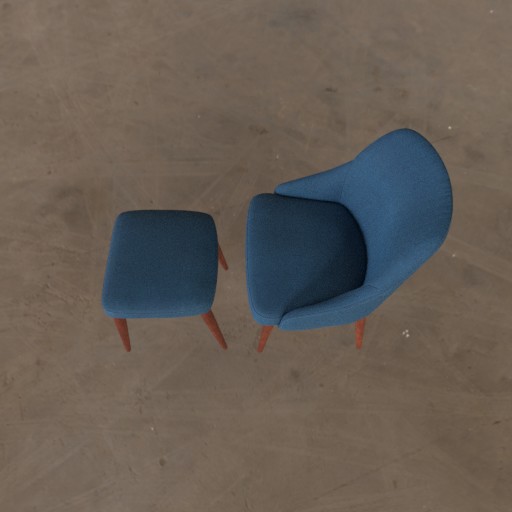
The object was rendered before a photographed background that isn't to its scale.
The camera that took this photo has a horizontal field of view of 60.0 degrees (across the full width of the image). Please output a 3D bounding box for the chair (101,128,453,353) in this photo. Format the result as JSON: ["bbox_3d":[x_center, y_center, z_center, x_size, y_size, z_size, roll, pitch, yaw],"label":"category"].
[{"bbox_3d":[0.000,0.000,1.634,1.114,0.866,0.584,-1,59,-1],"label":"chair"}]
